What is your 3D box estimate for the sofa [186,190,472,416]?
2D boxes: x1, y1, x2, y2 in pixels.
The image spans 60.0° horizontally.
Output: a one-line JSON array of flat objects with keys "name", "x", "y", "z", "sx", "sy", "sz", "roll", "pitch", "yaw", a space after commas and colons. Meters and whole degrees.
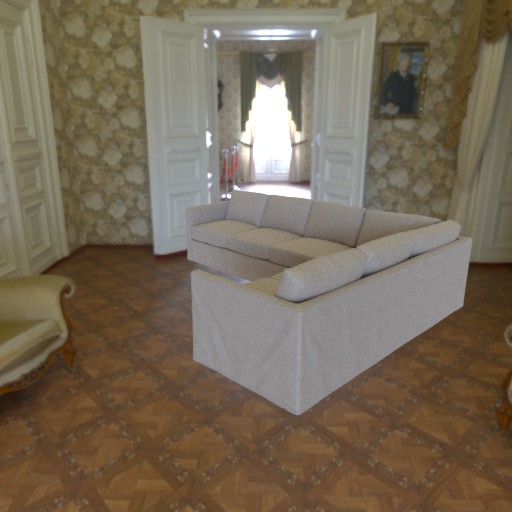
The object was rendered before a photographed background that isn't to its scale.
[{"name": "sofa", "x": 0.000, "y": 0.000, "z": 4.364, "sx": 2.432, "sy": 0.871, "sz": 3.182, "roll": -15, "pitch": 22, "yaw": -42}]
